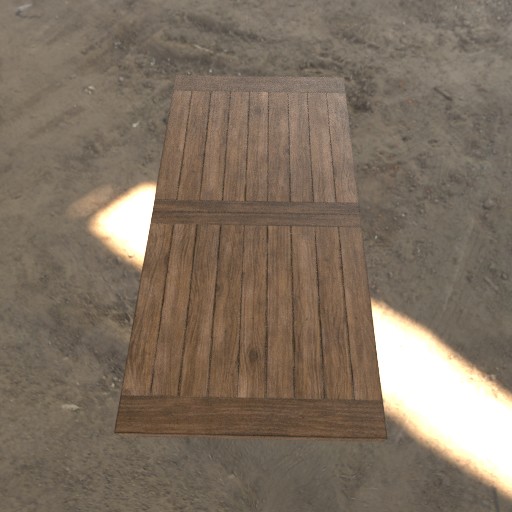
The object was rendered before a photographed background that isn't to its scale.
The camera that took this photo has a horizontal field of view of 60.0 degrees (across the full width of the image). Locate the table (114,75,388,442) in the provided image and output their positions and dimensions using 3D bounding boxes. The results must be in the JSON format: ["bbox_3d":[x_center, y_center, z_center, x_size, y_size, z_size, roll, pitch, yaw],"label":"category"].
[{"bbox_3d":[0.000,0.000,2.307,0.931,0.757,1.867,1,59,1],"label":"table"}]
